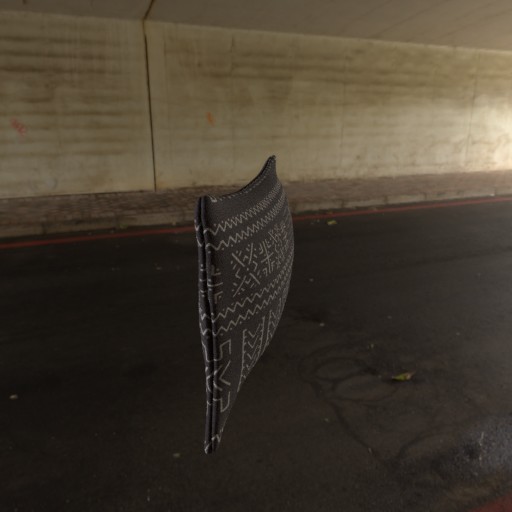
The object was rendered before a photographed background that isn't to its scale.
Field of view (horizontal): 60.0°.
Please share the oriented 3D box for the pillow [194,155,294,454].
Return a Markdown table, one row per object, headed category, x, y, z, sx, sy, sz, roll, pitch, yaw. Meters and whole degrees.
| category | x | y | z | sx | sy | sz | roll | pitch | yaw |
| --- | --- | --- | --- | --- | --- | --- | --- | --- | --- |
| pillow | 0.000 | 0.000 | 0.814 | 0.135 | 0.322 | 0.667 | 2 | 17 | 8 |
